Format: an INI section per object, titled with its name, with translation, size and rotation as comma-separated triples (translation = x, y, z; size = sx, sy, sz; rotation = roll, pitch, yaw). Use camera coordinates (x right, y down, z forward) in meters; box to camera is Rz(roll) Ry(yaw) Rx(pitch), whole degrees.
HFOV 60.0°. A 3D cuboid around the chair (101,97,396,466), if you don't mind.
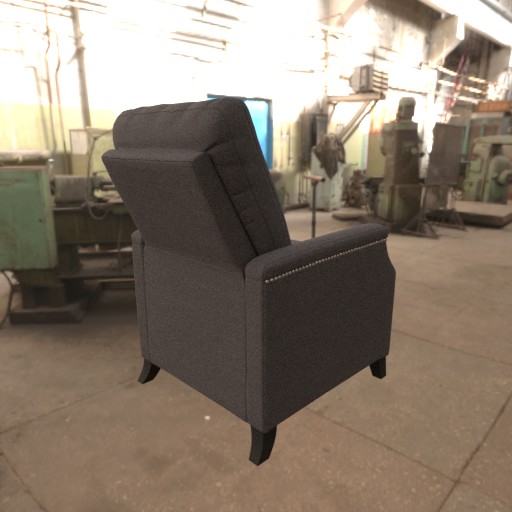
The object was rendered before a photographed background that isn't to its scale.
[chair]
translation = 0.000, 0.000, 1.650
size = 0.922, 1.049, 0.710
rotation = -14, 20, -43
